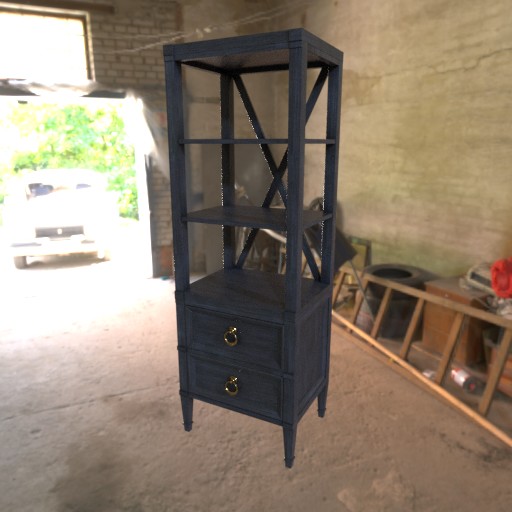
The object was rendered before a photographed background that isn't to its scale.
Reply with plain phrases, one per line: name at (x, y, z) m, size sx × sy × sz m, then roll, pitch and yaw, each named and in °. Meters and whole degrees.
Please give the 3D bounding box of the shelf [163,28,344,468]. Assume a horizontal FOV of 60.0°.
shelf at (0.000, 0.000, 2.003) m, size 0.584 × 1.727 × 0.472 m, roll 7°, pitch 16°, yaw 27°
